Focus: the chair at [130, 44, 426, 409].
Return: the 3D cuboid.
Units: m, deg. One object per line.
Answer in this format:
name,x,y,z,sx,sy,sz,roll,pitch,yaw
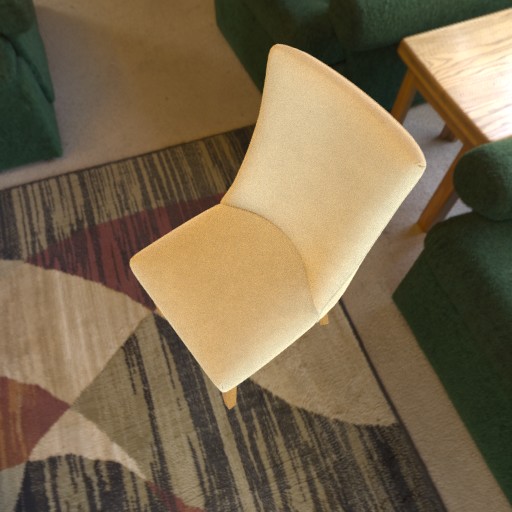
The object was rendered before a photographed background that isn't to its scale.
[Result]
chair,0.000,0.000,1.286,0.610,0.902,0.495,-35,67,-17
